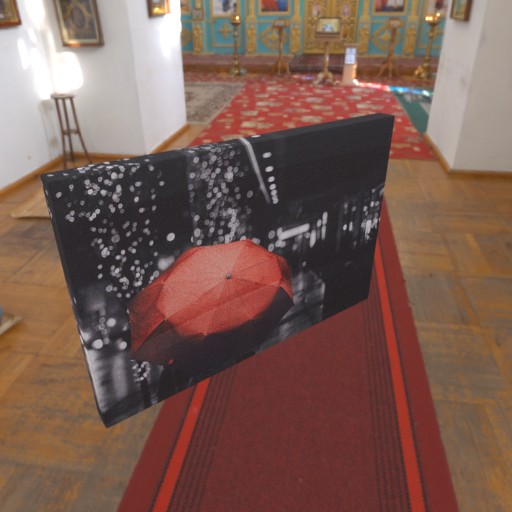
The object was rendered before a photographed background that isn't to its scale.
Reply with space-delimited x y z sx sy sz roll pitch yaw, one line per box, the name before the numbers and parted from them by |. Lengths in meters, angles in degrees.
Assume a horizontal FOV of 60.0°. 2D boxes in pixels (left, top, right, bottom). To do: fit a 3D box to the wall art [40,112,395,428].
wall art | 0.000 0.000 0.767 0.609 0.406 0.037 -20 35 -31
